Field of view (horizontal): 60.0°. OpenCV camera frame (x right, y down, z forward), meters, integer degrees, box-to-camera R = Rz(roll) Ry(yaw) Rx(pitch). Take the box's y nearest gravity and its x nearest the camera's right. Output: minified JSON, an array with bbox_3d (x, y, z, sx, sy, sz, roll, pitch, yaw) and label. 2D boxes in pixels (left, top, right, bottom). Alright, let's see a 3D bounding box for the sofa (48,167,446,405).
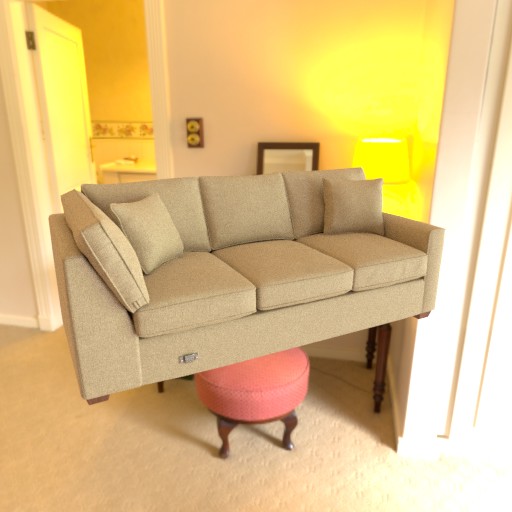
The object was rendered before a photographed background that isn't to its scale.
[{"bbox_3d":[0.000,0.000,2.836,2.317,0.962,1.061,-9,19,-26],"label":"sofa"}]
